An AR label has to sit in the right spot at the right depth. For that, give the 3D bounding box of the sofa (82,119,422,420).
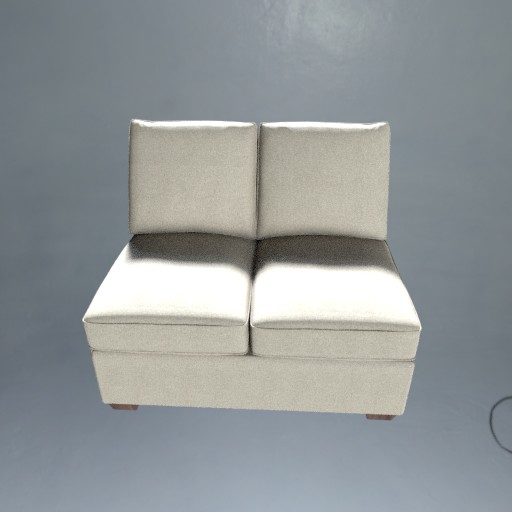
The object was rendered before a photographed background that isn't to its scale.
[{"bbox_3d":[0.000,0.000,1.952,1.232,1.006,0.978,1,30,3],"label":"sofa"}]
